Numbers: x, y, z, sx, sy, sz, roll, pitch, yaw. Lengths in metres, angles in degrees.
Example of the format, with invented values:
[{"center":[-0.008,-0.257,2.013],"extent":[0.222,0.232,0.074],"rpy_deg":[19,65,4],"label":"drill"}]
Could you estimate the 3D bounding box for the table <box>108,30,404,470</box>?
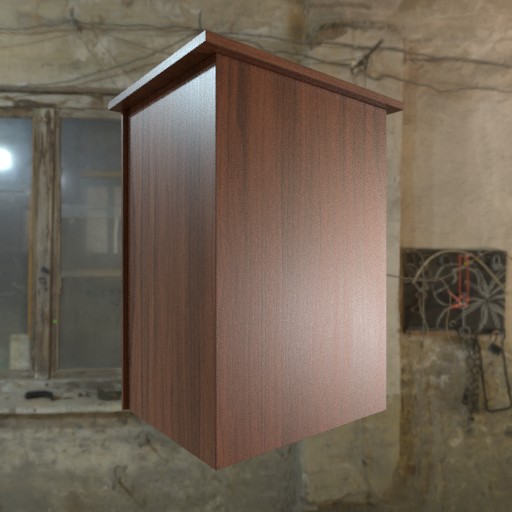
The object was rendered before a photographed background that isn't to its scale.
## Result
[{"center":[0.000,0.000,0.919],"extent":[0.480,0.636,0.381],"rpy_deg":[0,0,-38],"label":"table"}]
